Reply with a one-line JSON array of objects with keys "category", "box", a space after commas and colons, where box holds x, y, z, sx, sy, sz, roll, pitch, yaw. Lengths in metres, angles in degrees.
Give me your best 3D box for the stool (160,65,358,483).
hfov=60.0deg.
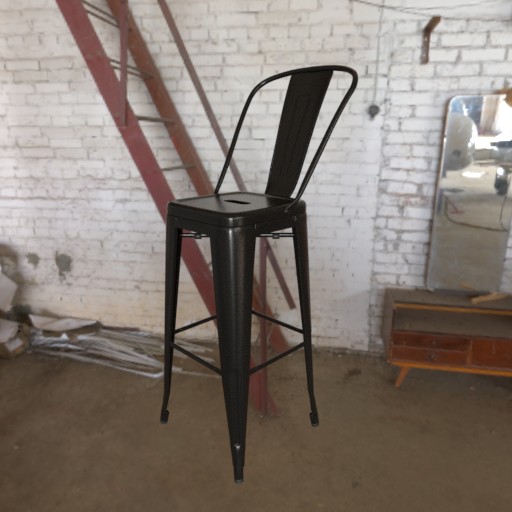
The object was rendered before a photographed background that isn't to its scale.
[{"category": "stool", "box": [0.000, 0.000, 1.328, 0.399, 1.096, 0.513, 16, 22, 43]}]
